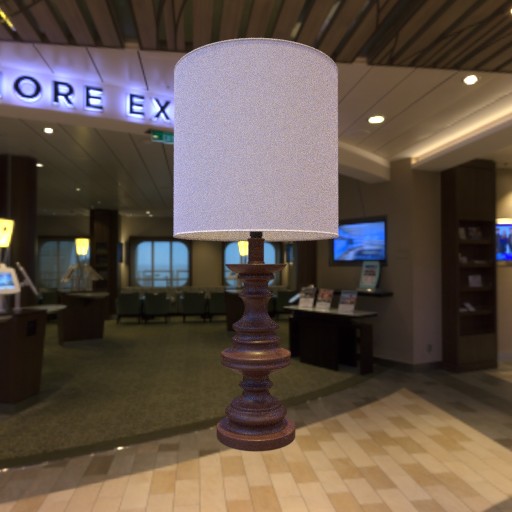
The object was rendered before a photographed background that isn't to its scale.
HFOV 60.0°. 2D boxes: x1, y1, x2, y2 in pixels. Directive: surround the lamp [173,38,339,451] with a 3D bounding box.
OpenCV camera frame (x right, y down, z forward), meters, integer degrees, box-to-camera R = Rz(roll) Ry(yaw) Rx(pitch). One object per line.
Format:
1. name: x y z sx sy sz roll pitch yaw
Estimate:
1. lamp: 0.000 0.000 0.567 0.208 0.455 0.208 -1 -1 36
